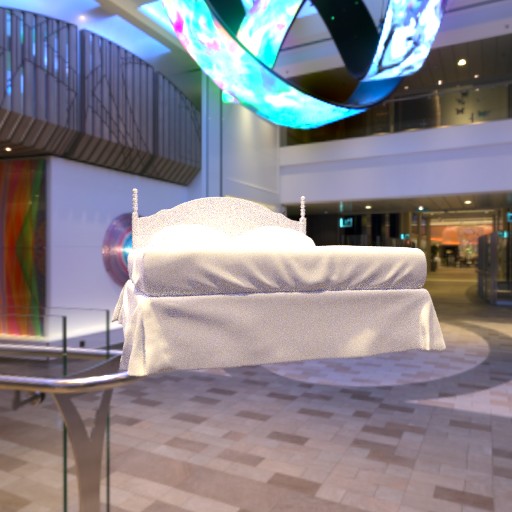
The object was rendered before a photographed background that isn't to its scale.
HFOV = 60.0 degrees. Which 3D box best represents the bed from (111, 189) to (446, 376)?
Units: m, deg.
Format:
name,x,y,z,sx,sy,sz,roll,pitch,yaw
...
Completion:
name,x,y,z,sx,sy,sz,roll,pitch,yaw
bed,0.000,0.000,3.774,2.322,1.355,2.219,0,0,-19
